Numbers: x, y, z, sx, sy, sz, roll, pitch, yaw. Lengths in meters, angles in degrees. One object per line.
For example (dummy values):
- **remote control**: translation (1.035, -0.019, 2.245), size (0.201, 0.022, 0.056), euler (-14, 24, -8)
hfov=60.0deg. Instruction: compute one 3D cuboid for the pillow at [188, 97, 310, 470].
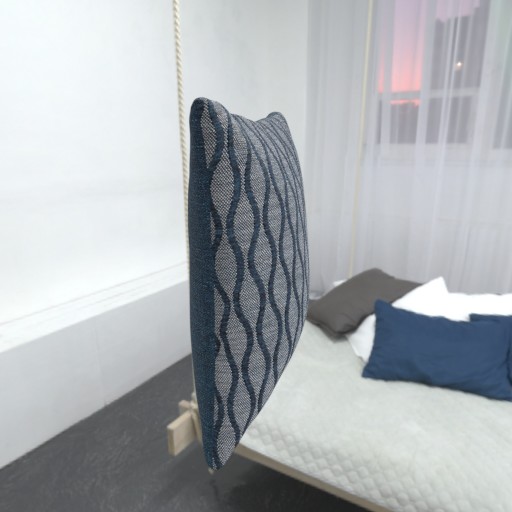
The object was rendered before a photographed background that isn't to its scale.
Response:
- **pillow**: translation (0.000, 0.000, 0.673), size (0.159, 0.435, 0.435), euler (3, 16, 11)
